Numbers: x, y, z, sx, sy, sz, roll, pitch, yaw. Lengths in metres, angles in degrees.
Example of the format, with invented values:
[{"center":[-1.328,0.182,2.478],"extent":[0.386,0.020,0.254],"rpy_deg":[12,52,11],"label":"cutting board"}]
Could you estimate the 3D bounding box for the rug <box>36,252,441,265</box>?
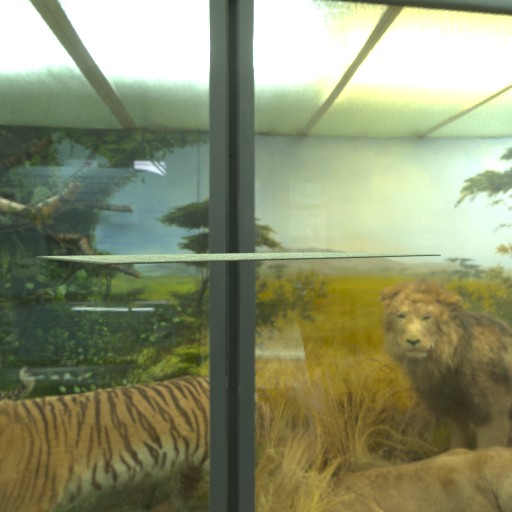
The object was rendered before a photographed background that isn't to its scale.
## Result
[{"center":[0.000,0.000,3.702],"extent":[3.048,0.011,1.546],"rpy_deg":[-1,2,-38],"label":"rug"}]
